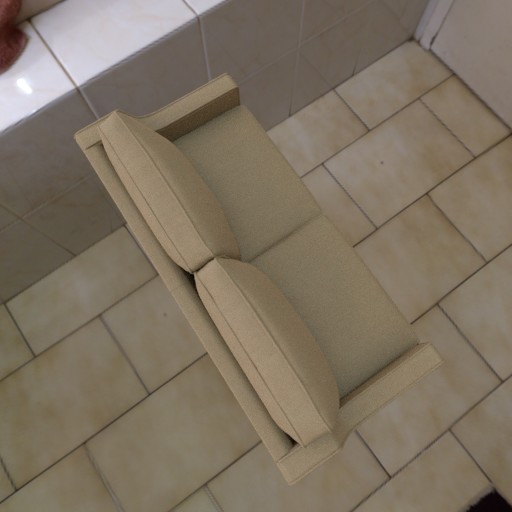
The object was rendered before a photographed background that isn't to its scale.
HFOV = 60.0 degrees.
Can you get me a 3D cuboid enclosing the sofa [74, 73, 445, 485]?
[{"bbox_3d":[0.000,0.000,2.695,1.066,1.071,2.178,-33,77,-8],"label":"sofa"}]
